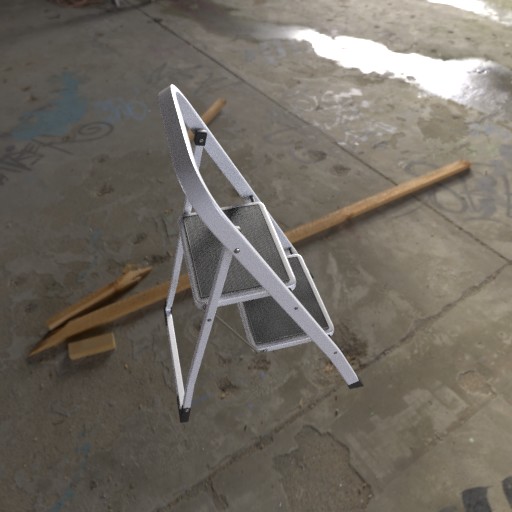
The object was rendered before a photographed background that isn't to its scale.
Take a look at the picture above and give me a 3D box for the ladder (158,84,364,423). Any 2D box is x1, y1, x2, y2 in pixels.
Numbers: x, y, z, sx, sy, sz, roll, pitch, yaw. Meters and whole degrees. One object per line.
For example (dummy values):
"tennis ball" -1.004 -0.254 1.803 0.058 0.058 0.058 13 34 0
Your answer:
"ladder" 0.000 0.000 1.128 0.544 0.810 0.460 -11 48 -10
